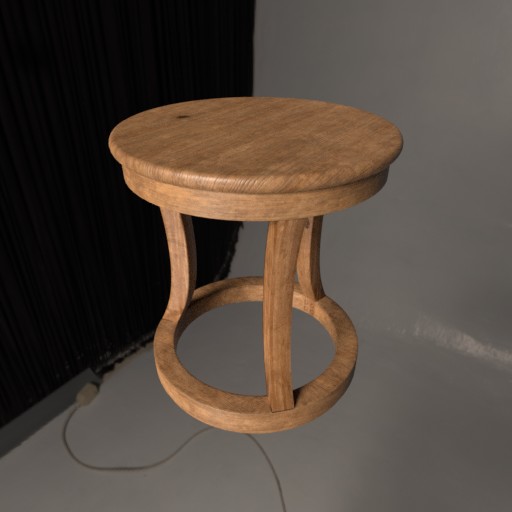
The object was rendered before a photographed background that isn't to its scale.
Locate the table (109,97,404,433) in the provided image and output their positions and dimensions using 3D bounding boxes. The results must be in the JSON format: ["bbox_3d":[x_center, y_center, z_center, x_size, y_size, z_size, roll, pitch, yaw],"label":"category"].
[{"bbox_3d":[0.000,0.000,0.789,0.432,0.460,0.432,0,31,0],"label":"table"}]
